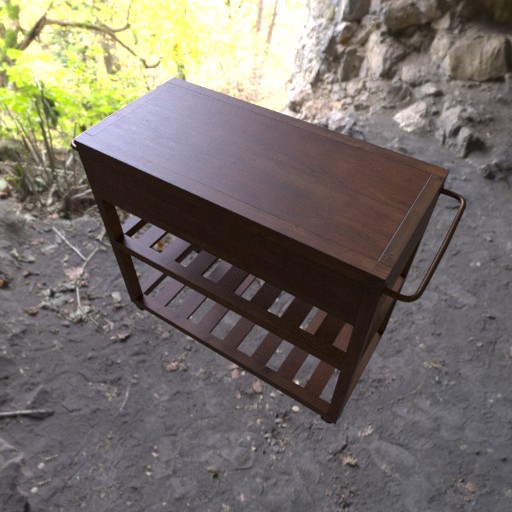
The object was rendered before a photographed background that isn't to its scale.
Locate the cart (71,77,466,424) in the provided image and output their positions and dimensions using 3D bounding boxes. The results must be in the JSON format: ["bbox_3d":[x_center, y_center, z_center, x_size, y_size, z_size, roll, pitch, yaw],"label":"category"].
[{"bbox_3d":[0.000,0.000,1.491,1.065,0.830,0.445,26,53,21],"label":"cart"}]
